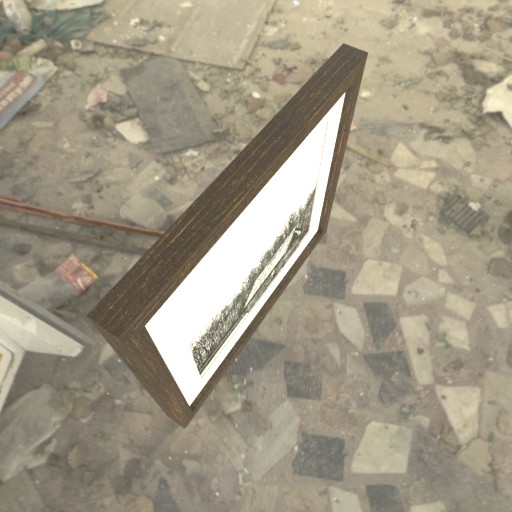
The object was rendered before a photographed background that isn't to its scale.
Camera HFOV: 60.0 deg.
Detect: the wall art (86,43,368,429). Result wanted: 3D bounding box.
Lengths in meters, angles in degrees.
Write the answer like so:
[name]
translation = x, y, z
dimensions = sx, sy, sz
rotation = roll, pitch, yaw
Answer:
[wall art]
translation = 0.000, 0.000, 0.530
dimensions = 0.031, 0.330, 0.381
rotation = 30, 63, 17
